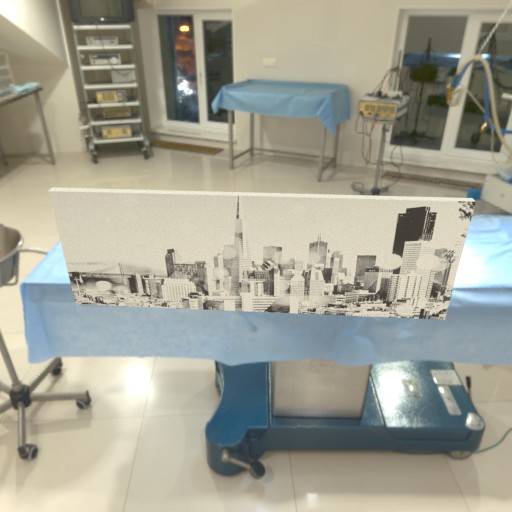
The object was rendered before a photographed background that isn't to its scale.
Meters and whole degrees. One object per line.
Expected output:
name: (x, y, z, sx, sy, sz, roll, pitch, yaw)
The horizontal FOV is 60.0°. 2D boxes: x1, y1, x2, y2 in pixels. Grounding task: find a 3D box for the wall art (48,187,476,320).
wall art: (0.000, 0.000, 1.712, 1.520, 0.507, 0.039, 2, 29, 3)
